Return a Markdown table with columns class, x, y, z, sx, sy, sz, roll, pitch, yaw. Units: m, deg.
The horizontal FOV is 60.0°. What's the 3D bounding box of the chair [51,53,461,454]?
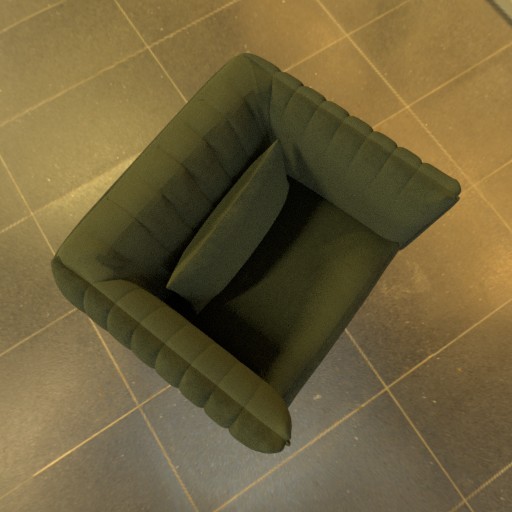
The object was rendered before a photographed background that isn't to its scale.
| class | x | y | z | sx | sy | sz | roll | pitch | yaw |
| --- | --- | --- | --- | --- | --- | --- | --- | --- | --- |
| chair | 0.000 | 0.000 | 1.646 | 0.877 | 0.794 | 1.032 | 36 | 78 | 9 |
